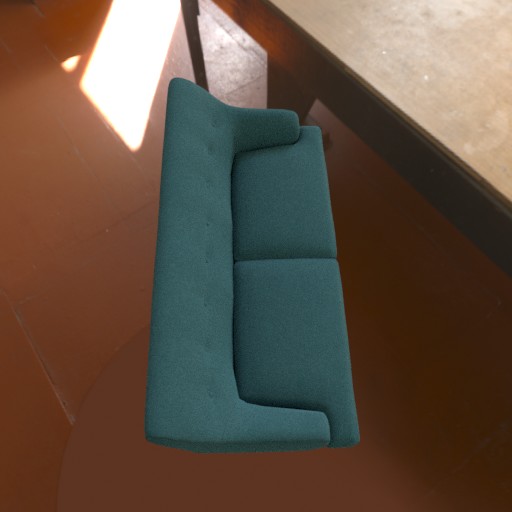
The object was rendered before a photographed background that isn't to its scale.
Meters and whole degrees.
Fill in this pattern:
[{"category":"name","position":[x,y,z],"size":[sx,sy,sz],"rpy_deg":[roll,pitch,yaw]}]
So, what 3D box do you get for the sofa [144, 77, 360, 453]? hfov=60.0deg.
[{"category":"sofa","position":[0.000,0.000,2.556],"size":[0.978,0.871,2.057],"rpy_deg":[-2,64,-1]}]
